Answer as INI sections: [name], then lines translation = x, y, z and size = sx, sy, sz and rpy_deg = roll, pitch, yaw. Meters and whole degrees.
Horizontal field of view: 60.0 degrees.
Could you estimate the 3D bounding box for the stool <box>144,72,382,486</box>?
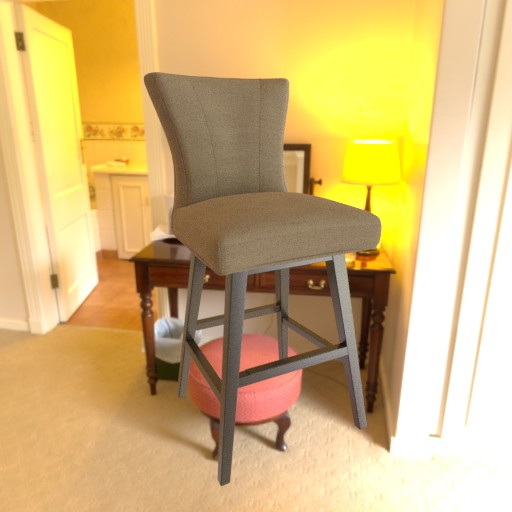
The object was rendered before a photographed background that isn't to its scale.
[stool]
translation = 0.000, 0.000, 1.390
size = 0.514, 1.086, 0.574
rpy_deg = -9, 19, -27
